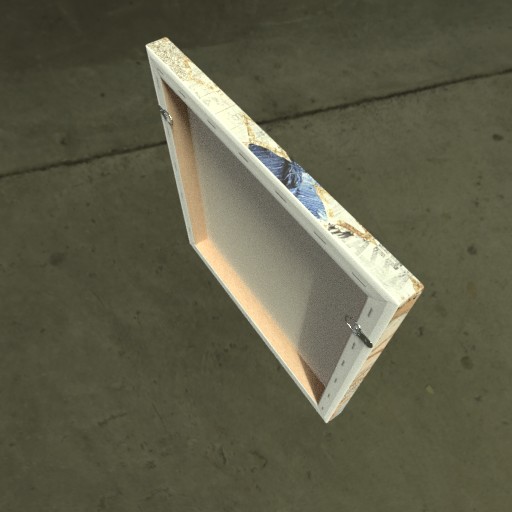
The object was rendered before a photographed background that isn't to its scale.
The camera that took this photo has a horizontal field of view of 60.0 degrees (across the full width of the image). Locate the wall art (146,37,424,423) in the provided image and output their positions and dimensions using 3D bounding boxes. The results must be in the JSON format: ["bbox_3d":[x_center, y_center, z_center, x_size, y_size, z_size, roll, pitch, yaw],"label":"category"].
[{"bbox_3d":[0.000,0.000,0.741,0.038,0.508,0.507,-31,62,-18],"label":"wall art"}]
